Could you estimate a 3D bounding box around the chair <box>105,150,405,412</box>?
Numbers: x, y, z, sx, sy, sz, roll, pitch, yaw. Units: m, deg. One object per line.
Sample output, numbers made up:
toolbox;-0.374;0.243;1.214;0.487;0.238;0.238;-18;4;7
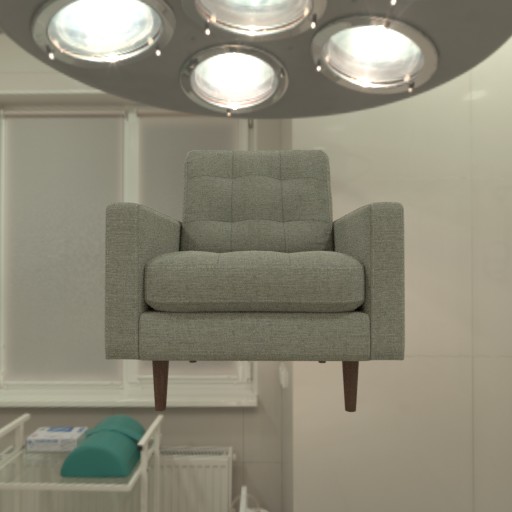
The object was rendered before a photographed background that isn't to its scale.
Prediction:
chair;0.000;0.000;1.583;0.821;0.880;0.843;0;-1;1
